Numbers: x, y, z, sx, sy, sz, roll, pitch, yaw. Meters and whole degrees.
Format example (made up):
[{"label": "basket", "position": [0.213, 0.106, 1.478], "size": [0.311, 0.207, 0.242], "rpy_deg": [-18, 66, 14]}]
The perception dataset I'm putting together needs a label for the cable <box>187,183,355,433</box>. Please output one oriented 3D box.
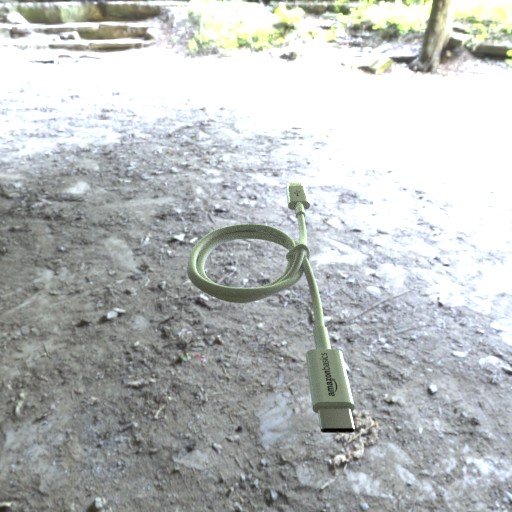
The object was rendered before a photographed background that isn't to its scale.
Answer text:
[{"label": "cable", "position": [0.000, 0.000, 0.228], "size": [0.070, 0.014, 0.203], "rpy_deg": [0, 32, 0]}]
